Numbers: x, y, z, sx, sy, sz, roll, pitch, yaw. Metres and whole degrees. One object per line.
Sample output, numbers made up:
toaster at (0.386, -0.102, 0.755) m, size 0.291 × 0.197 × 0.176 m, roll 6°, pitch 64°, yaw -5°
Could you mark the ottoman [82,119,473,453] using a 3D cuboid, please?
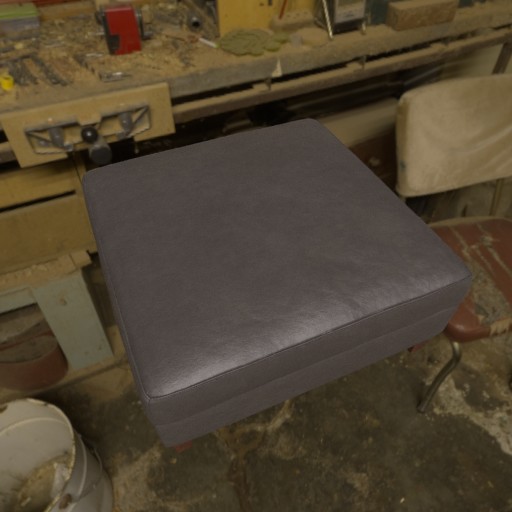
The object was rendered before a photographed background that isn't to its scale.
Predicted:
ottoman at (0.000, 0.000, 1.317) m, size 0.844 × 0.415 × 0.836 m, roll -18°, pitch 49°, yaw -16°
